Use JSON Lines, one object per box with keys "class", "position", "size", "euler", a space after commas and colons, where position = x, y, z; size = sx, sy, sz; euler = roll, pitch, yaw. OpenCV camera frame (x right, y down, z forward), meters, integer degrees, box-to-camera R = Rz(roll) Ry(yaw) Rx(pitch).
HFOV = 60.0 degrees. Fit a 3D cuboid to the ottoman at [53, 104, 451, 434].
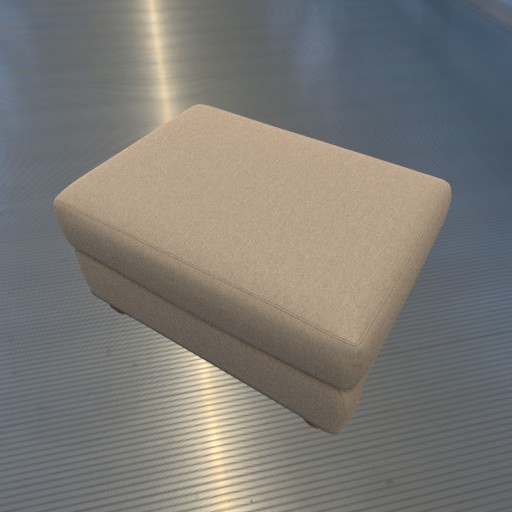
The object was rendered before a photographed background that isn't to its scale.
{"class": "ottoman", "position": [0.000, 0.000, 1.149], "size": [0.773, 0.497, 0.574], "euler": [24, 50, 22]}
